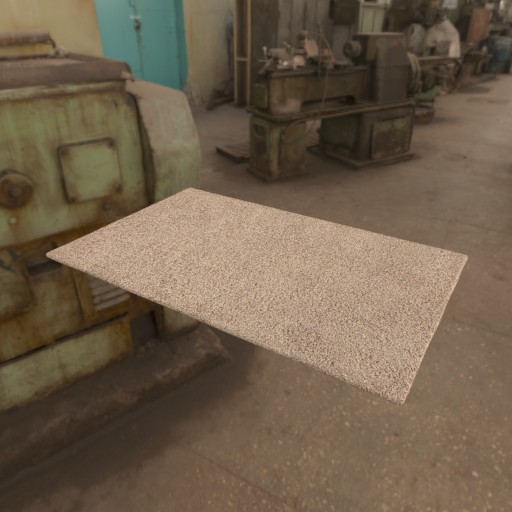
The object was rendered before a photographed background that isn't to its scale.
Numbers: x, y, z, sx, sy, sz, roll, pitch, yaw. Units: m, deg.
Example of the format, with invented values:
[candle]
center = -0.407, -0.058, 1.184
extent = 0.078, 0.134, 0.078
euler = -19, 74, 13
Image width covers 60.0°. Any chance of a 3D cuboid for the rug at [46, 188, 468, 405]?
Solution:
[rug]
center = 0.000, 0.000, 3.006
extent = 2.438, 0.030, 1.524
euler = 17, 33, 28
